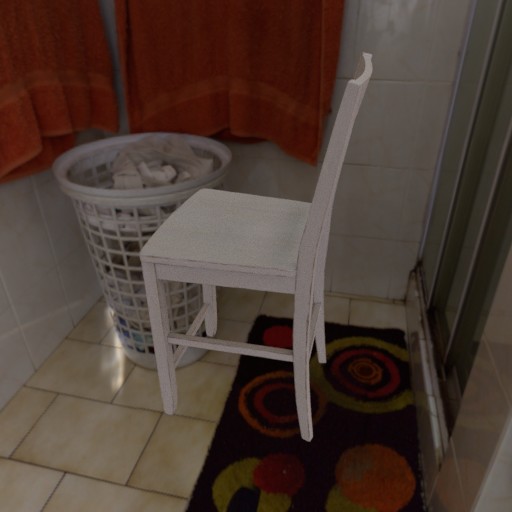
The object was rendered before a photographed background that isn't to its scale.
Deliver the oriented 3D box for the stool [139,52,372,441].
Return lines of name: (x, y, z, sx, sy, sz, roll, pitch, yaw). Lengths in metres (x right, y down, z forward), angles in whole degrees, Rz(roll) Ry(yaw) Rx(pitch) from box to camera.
stool: (0.000, 0.000, 1.324, 0.539, 1.079, 0.462, 8, 32, 13)
